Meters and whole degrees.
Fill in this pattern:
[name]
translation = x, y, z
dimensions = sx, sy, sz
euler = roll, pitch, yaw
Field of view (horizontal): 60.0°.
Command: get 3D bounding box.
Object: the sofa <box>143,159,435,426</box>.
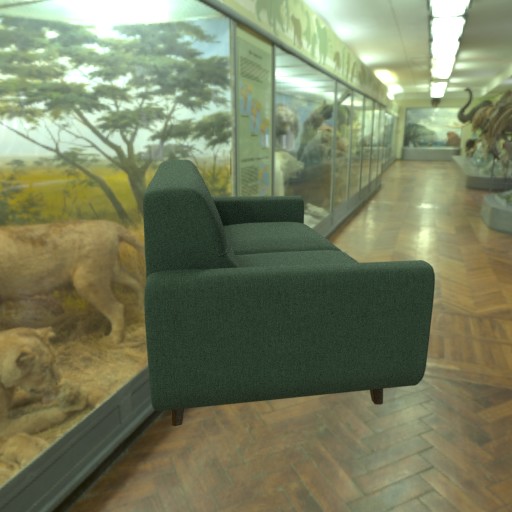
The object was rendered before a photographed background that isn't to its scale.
[sofa]
translation = 0.000, 0.000, 2.099
dimensions = 0.909, 0.841, 1.631
euler = -3, 16, -9
